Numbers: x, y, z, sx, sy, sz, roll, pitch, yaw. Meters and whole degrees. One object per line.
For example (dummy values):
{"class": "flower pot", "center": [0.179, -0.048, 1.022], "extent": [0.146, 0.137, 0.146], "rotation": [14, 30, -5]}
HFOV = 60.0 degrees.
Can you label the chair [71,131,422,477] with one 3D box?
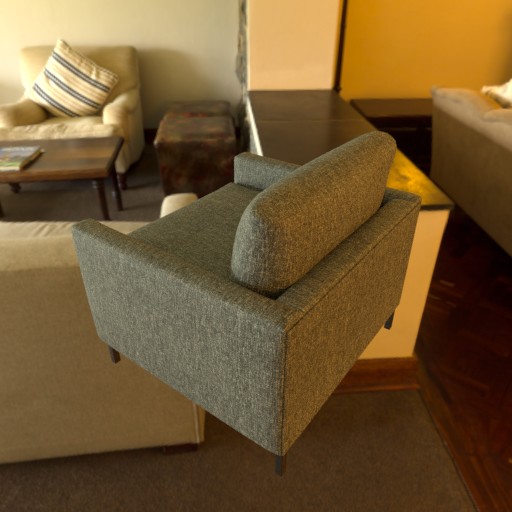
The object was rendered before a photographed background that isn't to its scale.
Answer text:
{"class": "chair", "center": [0.000, 0.000, 1.647], "extent": [0.866, 0.861, 0.963], "rotation": [21, 38, 31]}
